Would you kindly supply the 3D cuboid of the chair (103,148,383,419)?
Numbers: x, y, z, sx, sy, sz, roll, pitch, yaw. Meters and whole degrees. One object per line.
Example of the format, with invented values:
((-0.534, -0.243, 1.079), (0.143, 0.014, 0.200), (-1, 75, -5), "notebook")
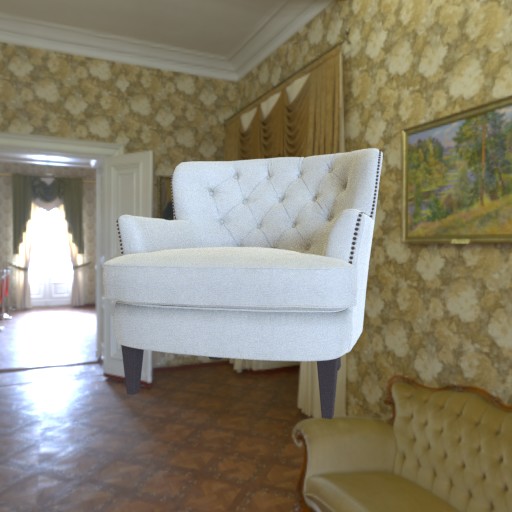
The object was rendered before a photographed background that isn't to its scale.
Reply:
((0.000, 0.000, 1.581), (0.848, 0.868, 0.906), (0, 1, 19), "chair")
